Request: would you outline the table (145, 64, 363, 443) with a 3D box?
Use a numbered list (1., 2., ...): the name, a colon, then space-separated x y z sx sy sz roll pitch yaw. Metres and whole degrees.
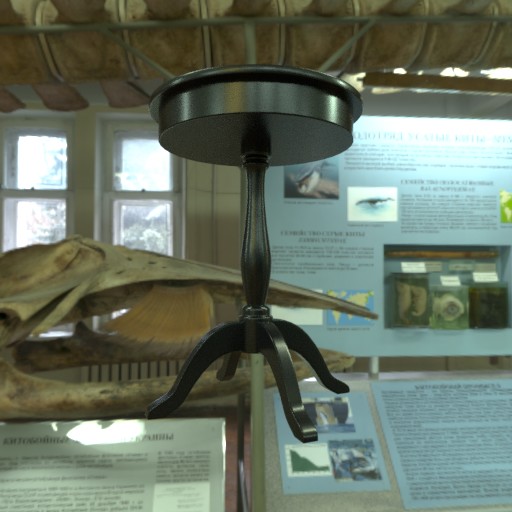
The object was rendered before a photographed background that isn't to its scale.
1. table: 0.000 0.000 1.007 0.481 0.665 0.481 0 -1 0
